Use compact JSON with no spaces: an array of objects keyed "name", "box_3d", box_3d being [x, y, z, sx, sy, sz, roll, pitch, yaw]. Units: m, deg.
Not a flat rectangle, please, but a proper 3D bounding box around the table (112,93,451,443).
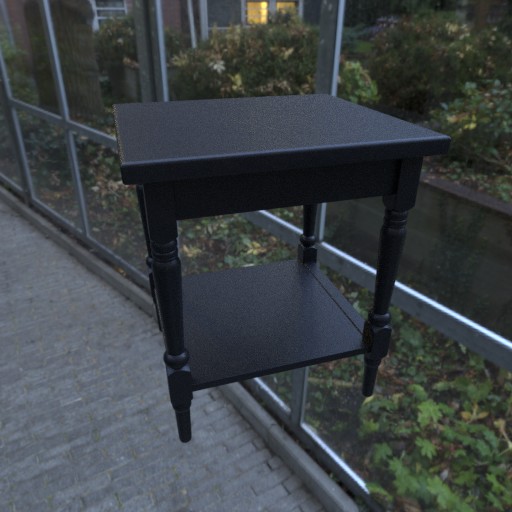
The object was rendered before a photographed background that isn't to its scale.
[{"name":"table","box_3d":[0.000,0.000,0.929,0.488,0.565,0.442,-8,30,-15]}]
